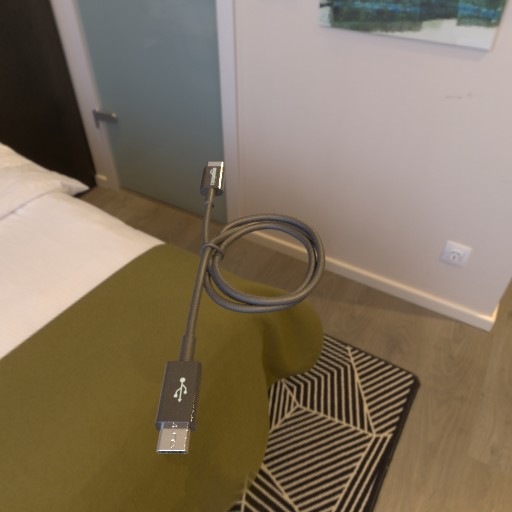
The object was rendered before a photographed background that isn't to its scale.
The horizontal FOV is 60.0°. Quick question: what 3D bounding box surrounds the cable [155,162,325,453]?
[{"bbox_3d":[0.000,0.000,0.218,0.070,0.014,0.192,0,41,0],"label":"cable"}]
